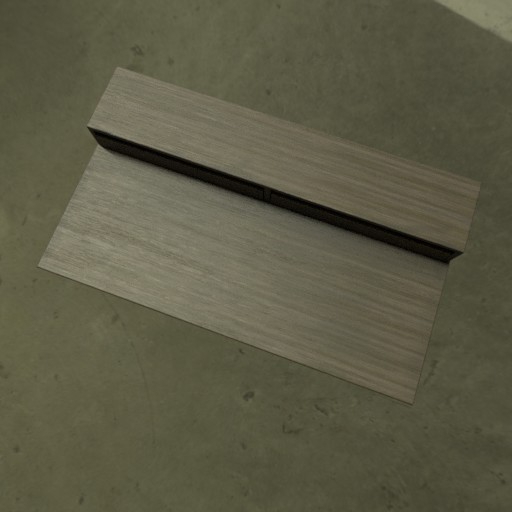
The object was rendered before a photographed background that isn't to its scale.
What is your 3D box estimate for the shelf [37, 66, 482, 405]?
[{"bbox_3d":[0.000,0.000,1.715,1.212,0.865,0.685,19,76,5],"label":"shelf"}]
